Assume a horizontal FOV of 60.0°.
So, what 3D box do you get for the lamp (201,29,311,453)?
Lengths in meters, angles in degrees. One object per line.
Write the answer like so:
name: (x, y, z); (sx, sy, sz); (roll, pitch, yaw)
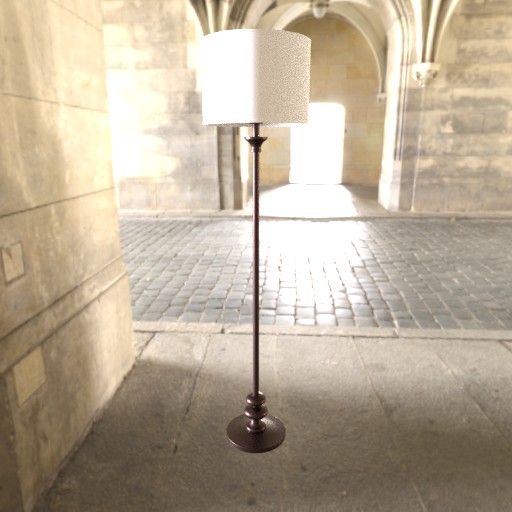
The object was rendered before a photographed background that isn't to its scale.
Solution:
lamp: (0.000, 0.000, 1.620); (0.356, 1.487, 0.356); (-13, 19, -42)
